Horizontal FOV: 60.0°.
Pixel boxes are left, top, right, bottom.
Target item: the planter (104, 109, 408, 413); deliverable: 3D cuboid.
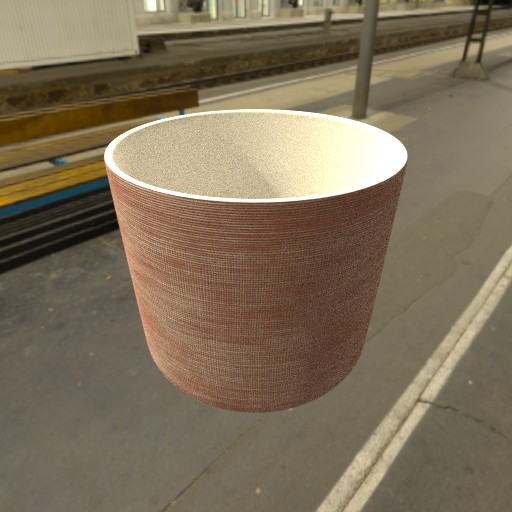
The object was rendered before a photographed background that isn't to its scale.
[{"bbox_3d":[0.000,0.000,0.770,0.440,0.398,0.440,0,31,0],"label":"planter"}]
